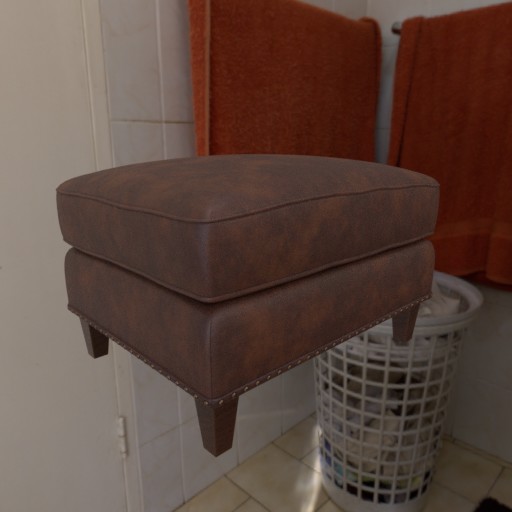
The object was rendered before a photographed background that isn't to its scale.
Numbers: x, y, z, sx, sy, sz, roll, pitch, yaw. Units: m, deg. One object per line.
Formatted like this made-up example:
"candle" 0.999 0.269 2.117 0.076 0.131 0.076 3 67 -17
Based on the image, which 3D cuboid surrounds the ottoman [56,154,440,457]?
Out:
"ottoman" 0.000 0.000 1.090 0.742 0.486 0.586 -14 20 -42
